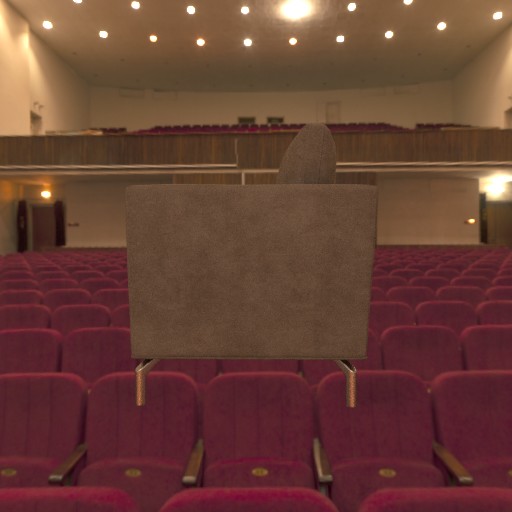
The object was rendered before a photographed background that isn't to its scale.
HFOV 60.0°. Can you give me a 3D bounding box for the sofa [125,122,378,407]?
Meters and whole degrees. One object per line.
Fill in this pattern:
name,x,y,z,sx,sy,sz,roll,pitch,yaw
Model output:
sofa,0.000,0.000,2.368,0.855,1.013,1.832,0,1,1
